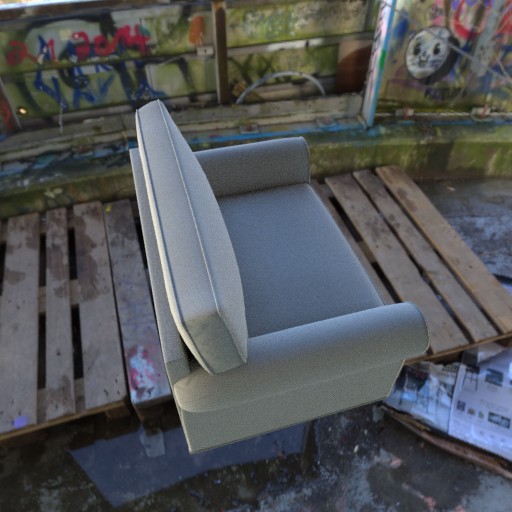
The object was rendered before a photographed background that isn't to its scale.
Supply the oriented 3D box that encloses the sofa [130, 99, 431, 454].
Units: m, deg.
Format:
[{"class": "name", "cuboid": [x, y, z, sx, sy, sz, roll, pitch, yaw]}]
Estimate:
[{"class": "sofa", "cuboid": [0.000, 0.000, 2.041, 0.937, 1.006, 1.405, -12, 47, -11]}]
